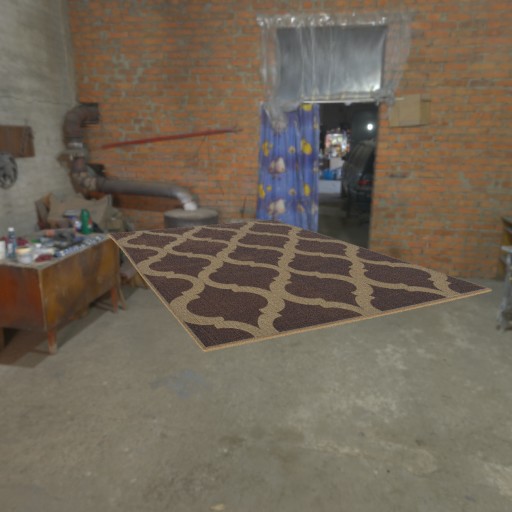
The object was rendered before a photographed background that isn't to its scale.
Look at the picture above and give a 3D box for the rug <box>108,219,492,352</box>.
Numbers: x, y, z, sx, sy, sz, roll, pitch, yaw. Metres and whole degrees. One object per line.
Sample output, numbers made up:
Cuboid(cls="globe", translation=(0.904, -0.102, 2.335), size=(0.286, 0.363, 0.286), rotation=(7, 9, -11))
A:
Cuboid(cls="rug", translation=(0.000, 0.000, 2.876), size=(1.526, 0.014, 2.290), rotation=(-7, 16, -25))
